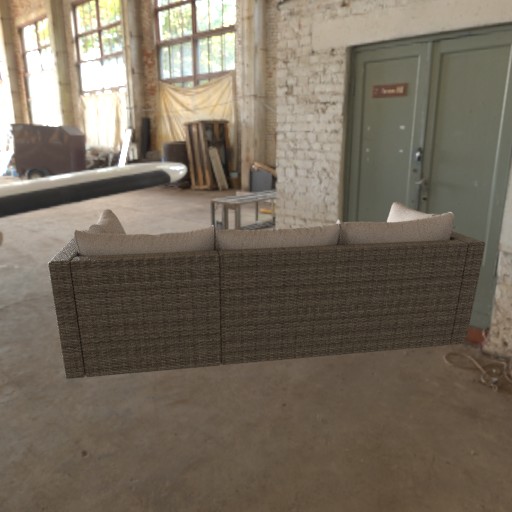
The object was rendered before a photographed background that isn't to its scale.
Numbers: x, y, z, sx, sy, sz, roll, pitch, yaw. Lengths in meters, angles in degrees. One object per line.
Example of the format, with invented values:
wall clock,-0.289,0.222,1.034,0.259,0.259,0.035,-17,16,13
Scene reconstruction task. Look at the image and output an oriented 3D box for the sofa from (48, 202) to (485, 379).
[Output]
sofa,0.000,0.000,3.019,2.192,0.766,1.662,-3,15,-10
